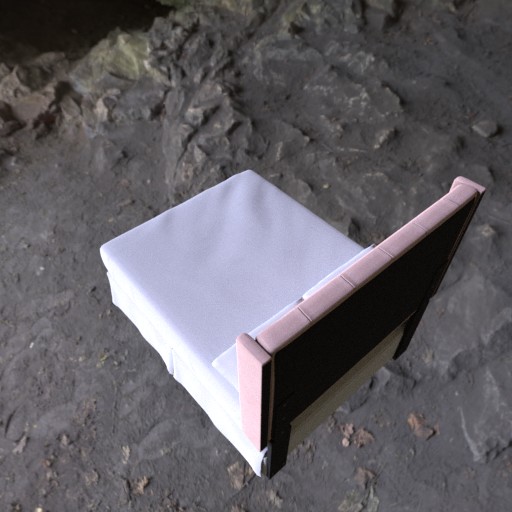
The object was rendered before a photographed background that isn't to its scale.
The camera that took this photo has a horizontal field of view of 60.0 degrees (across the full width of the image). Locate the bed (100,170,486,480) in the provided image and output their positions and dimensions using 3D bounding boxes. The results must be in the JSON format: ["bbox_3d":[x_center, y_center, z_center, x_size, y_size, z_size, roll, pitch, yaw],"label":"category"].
[{"bbox_3d":[0.000,0.000,3.250,1.719,1.665,2.066,-32,55,-26],"label":"bed"}]
